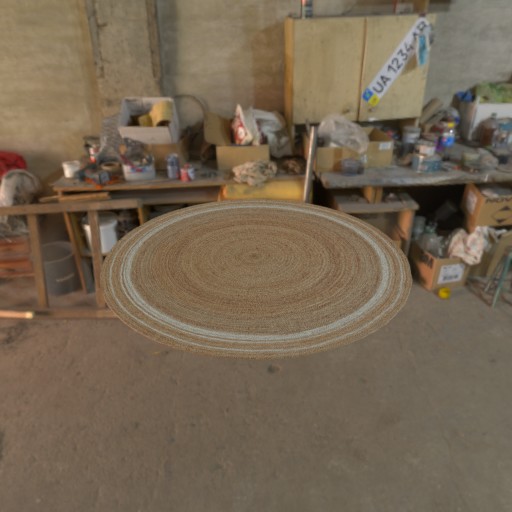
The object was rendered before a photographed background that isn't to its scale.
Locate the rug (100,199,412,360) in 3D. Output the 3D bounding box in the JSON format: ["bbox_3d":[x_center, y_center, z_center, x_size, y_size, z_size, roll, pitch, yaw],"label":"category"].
[{"bbox_3d":[0.000,0.000,3.635,2.444,0.015,2.444,0,29,0],"label":"rug"}]
